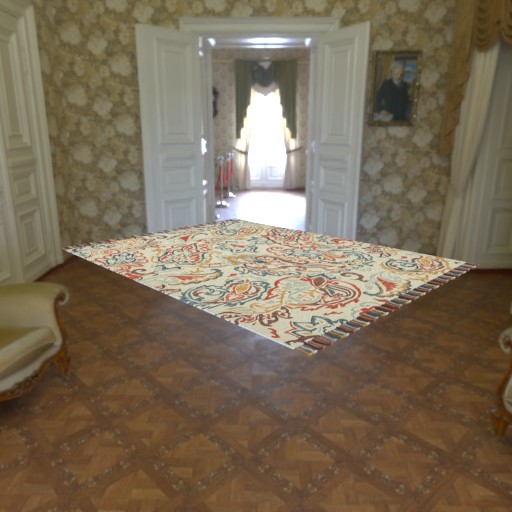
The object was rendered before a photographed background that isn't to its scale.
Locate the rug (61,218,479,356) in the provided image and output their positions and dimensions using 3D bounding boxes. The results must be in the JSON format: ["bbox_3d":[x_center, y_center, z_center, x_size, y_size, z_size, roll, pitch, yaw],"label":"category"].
[{"bbox_3d":[0.000,0.000,4.300,2.439,0.015,3.274,-15,21,-43],"label":"rug"}]
